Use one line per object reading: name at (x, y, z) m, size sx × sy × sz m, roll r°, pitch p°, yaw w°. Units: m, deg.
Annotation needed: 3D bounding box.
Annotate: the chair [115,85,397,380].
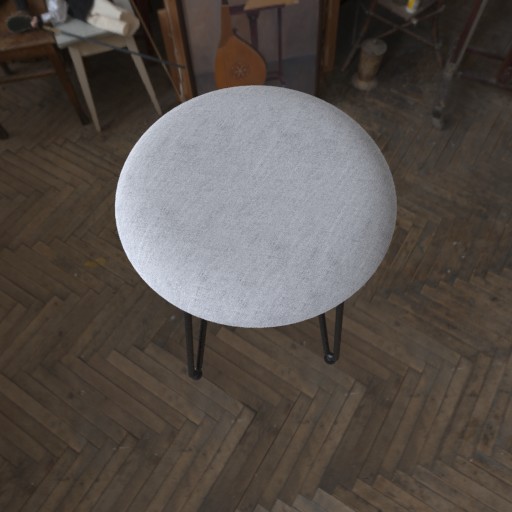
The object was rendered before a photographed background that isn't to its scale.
chair at (0.000, 0.000, 0.634) m, size 0.350 × 0.386 × 0.350 m, roll 35°, pitch 69°, yaw 16°
